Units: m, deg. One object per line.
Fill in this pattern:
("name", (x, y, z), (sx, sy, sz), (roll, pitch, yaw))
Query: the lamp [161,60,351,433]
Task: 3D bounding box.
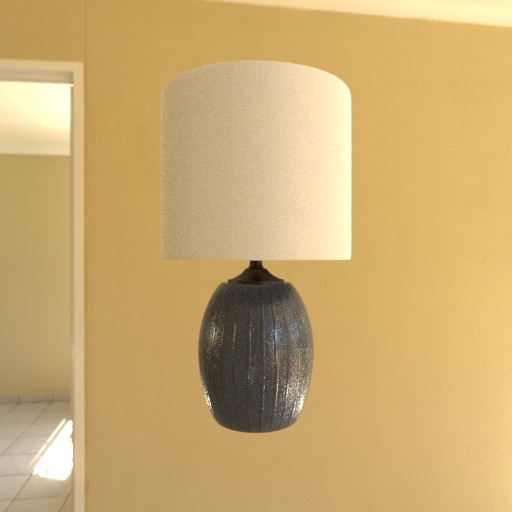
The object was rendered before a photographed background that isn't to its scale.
("lamp", (0.000, 0.000, 0.783), (0.329, 0.570, 0.329), (0, 0, -18))
